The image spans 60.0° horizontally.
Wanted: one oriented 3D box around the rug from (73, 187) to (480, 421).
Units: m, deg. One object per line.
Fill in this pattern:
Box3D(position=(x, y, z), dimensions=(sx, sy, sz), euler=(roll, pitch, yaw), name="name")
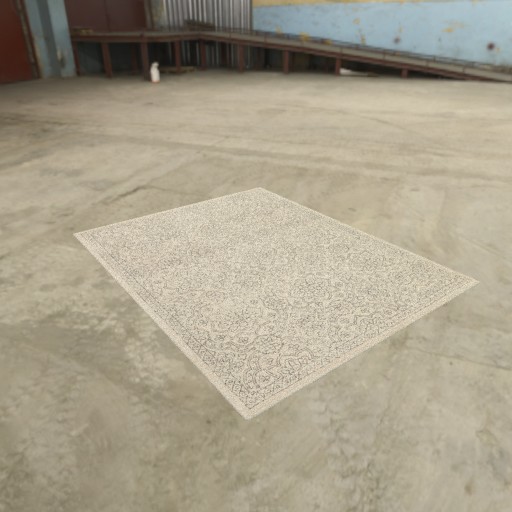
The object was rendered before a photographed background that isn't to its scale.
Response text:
Box3D(position=(0.000, 0.000, 4.157), dimensions=(2.441, 0.015, 3.050), euler=(-19, 33, -32), name="rug")
